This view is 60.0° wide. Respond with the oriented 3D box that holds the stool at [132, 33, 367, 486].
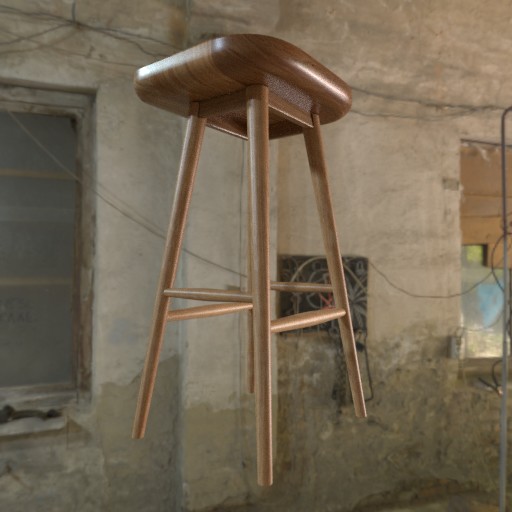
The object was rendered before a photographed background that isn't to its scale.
[{"bbox_3d":[0.000,0.000,0.911,0.322,0.698,0.407,0,-1,36],"label":"stool"}]
